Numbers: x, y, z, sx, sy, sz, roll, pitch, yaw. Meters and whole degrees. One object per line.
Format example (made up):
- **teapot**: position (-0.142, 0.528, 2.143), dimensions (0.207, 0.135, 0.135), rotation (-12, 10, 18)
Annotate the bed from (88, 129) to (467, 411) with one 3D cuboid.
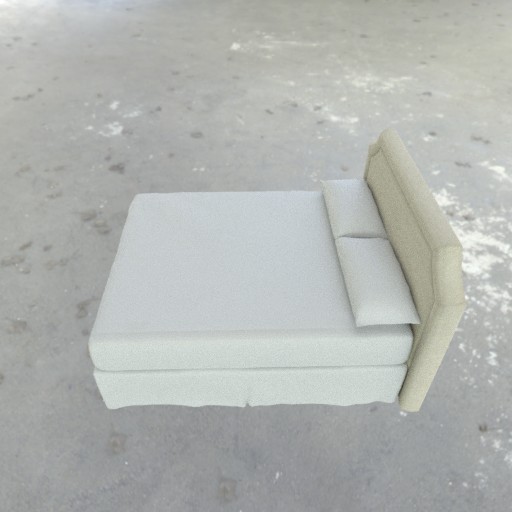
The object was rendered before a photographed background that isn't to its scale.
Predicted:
- **bed**: position (0.000, 0.000, 3.222), dimensions (2.164, 1.297, 1.828), rotation (-1, 42, -1)
